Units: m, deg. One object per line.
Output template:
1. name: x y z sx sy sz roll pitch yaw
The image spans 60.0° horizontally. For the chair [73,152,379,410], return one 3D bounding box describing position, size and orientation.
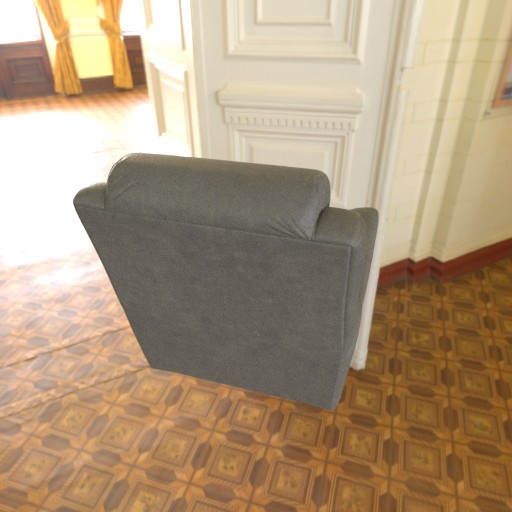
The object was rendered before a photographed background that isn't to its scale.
1. chair: 0.000 0.000 1.895 0.965 1.116 1.068 9 33 14
